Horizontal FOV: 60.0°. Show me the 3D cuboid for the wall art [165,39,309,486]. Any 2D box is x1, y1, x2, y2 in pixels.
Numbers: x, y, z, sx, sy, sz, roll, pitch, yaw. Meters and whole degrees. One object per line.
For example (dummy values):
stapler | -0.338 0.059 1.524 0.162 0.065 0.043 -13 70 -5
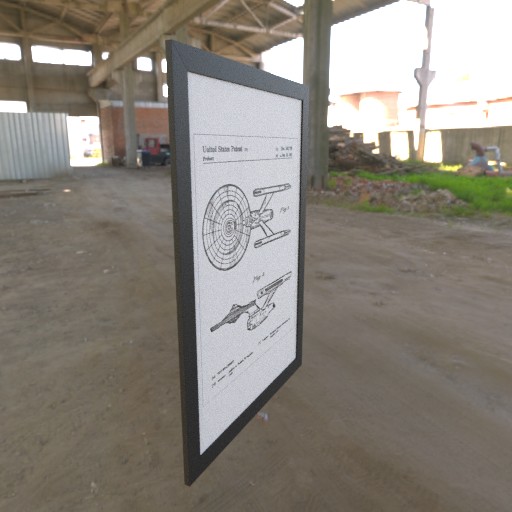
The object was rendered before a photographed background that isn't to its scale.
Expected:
wall art | 0.000 0.000 0.673 0.008 0.530 0.379 7 15 27
